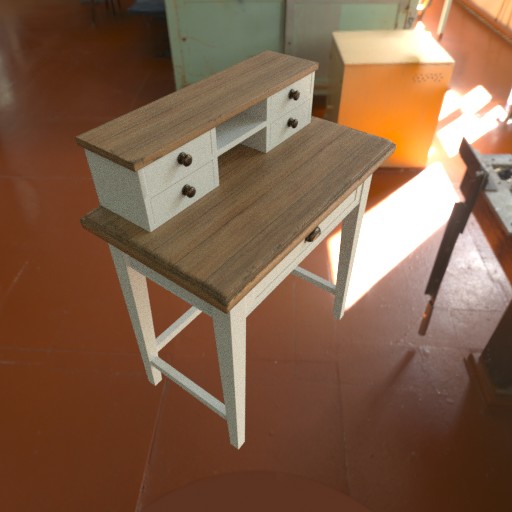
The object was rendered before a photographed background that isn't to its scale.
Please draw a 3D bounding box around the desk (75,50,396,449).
[{"bbox_3d":[0.000,0.000,1.411,0.462,0.981,0.814,27,49,26],"label":"desk"}]
